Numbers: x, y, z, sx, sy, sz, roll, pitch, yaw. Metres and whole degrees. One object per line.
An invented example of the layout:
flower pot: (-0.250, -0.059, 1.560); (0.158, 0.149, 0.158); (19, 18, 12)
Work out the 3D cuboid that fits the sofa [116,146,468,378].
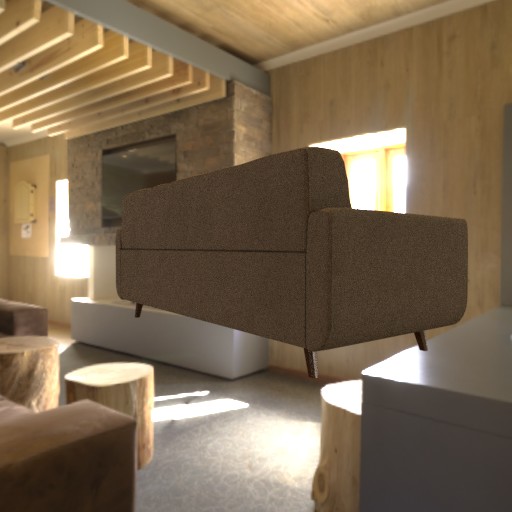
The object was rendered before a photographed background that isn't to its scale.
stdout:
sofa: (0.000, 0.000, 2.496); (0.909, 0.841, 2.029); (-1, 2, -36)
